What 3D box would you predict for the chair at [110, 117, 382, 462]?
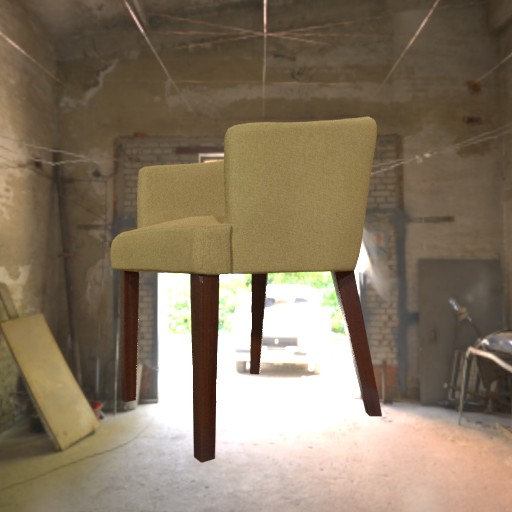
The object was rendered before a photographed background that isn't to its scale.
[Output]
[{"bbox_3d":[0.000,0.000,1.229,0.655,0.811,0.583,1,-1,-35],"label":"chair"}]
